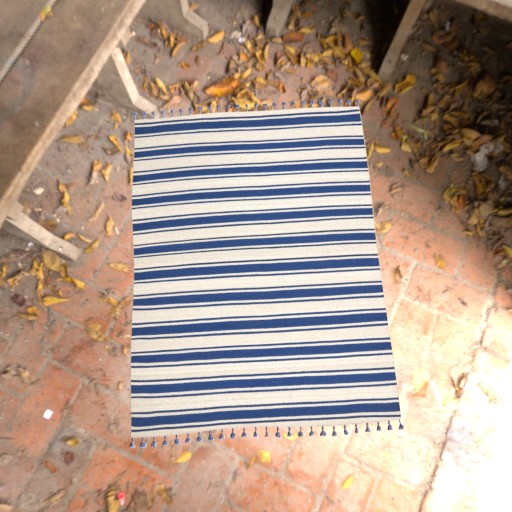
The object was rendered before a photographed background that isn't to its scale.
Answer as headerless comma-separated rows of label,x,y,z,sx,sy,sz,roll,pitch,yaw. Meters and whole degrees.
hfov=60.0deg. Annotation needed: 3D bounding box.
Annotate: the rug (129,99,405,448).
rug,0.000,0.000,4.382,2.471,0.016,3.416,-3,76,-1
